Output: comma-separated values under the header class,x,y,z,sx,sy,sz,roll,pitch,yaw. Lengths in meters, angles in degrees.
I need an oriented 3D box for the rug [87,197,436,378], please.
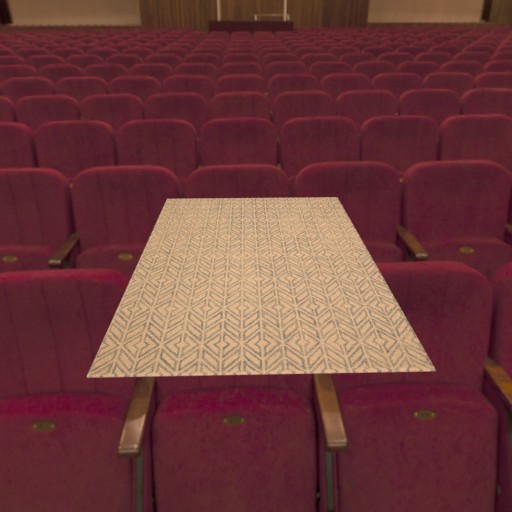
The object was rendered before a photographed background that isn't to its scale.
class,x,y,z,sx,sy,sz,roll,pitch,yaw
rug,0.000,0.000,2.362,1.220,0.008,1.824,-1,27,-1
